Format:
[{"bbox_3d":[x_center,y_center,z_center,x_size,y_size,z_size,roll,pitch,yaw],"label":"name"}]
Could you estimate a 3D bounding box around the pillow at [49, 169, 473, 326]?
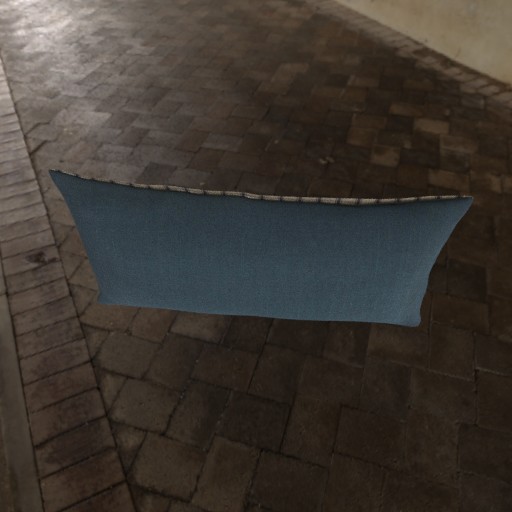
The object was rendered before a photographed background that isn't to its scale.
[{"bbox_3d":[0.000,0.000,0.735,0.609,0.305,0.151,3,46,3],"label":"pillow"}]
